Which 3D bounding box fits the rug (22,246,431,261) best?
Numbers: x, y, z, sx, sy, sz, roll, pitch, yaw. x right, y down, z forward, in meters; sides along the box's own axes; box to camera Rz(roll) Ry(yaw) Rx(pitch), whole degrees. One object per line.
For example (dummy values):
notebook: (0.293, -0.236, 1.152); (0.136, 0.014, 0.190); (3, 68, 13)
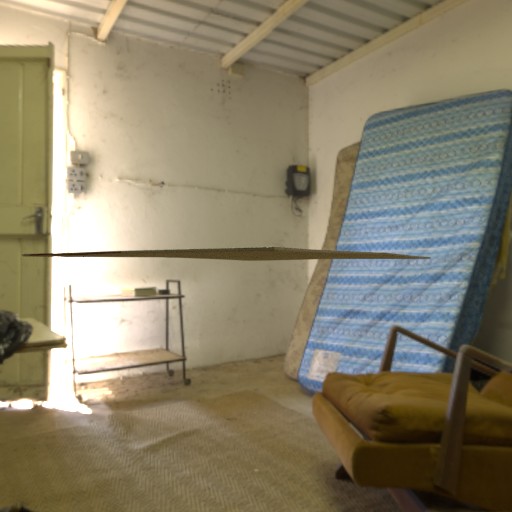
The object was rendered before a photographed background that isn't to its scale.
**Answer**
rug: (0.000, 0.000, 4.214); (2.434, 0.045, 3.202); (-1, -2, 35)
